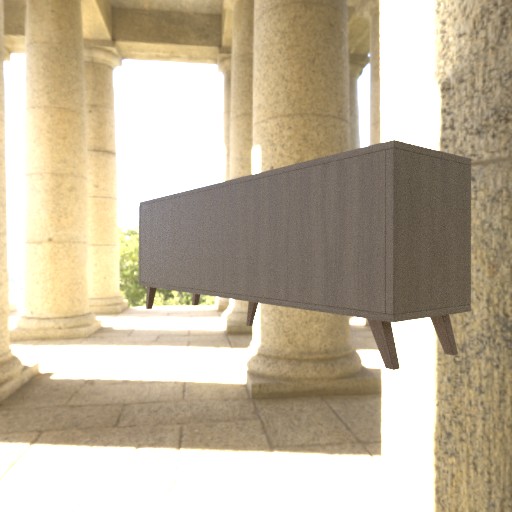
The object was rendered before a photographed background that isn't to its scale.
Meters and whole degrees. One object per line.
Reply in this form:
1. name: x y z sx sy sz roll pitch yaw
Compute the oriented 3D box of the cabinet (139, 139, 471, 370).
1. cabinet: 0.000 0.000 2.496 0.499 0.779 2.198 0 0 -37
